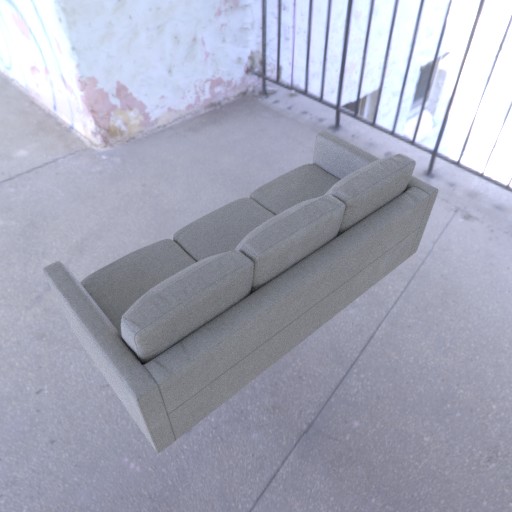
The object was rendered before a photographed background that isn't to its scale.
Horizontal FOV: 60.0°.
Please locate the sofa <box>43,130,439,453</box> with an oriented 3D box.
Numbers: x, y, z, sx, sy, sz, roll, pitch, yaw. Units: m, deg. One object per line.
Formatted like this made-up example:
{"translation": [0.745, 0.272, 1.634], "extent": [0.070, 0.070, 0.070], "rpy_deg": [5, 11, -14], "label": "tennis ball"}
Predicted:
{"translation": [0.000, 0.000, 2.520], "extent": [1.983, 0.918, 0.944], "rpy_deg": [-32, 53, -27], "label": "sofa"}
